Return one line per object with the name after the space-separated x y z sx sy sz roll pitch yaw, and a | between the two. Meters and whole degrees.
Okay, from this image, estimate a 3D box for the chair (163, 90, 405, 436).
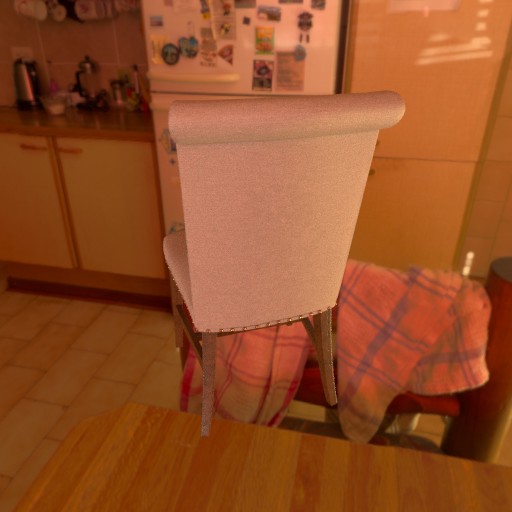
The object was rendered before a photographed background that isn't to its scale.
0.000 0.000 1.341 0.513 0.988 0.608 -8 29 -15 | chair
